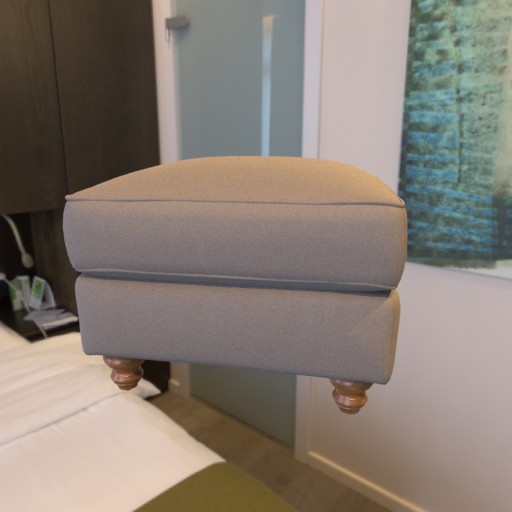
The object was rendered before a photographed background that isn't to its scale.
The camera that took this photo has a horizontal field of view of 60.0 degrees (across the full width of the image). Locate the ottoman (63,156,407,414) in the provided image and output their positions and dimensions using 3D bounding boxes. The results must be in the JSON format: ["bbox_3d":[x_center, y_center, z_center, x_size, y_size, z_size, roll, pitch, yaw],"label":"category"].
[{"bbox_3d":[0.000,0.000,1.148,0.662,0.505,0.721,3,14,10],"label":"ottoman"}]
